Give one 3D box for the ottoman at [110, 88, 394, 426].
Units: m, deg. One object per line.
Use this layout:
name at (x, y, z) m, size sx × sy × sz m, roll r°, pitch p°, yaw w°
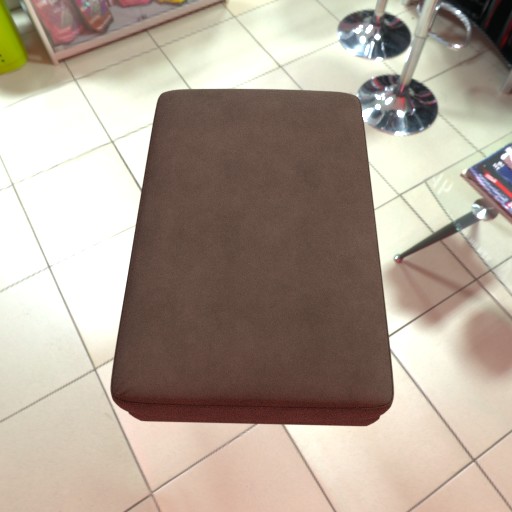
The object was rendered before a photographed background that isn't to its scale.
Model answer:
ottoman at (0.000, 0.000, 1.204) m, size 0.584 × 0.483 × 0.864 m, roll 1°, pitch 63°, yaw 1°
